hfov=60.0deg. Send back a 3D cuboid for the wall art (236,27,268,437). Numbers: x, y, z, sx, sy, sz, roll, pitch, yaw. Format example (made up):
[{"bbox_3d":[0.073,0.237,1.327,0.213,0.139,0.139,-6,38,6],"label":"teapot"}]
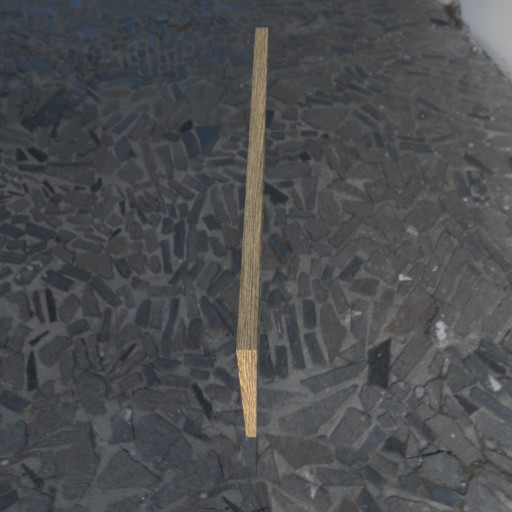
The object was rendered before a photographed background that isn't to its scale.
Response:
[{"bbox_3d":[0.000,0.000,0.764,0.019,0.508,0.508,2,59,1],"label":"wall art"}]
